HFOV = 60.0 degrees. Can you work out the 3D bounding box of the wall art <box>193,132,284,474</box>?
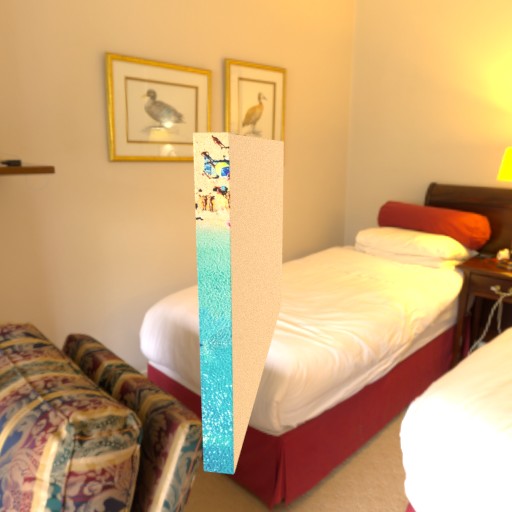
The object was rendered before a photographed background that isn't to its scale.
[{"bbox_3d":[0.000,0.000,0.792,0.039,0.406,0.609,2,14,8],"label":"wall art"}]
